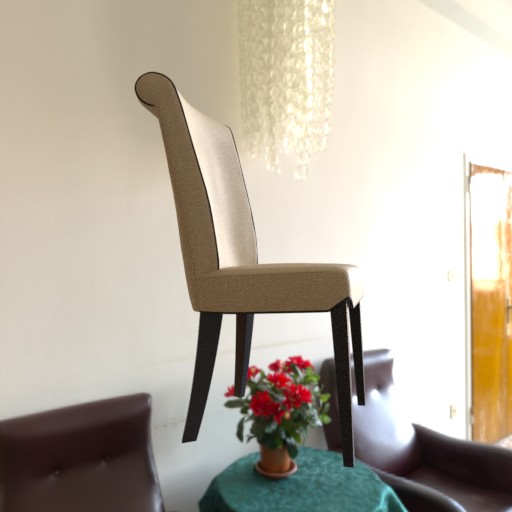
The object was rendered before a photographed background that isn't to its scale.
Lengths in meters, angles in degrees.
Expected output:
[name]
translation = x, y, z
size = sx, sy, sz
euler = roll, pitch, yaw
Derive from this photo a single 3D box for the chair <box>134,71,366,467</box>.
[chair]
translation = 0.000, 0.000, 1.357
size = 0.623, 0.997, 0.522
euler = 0, -1, 17
